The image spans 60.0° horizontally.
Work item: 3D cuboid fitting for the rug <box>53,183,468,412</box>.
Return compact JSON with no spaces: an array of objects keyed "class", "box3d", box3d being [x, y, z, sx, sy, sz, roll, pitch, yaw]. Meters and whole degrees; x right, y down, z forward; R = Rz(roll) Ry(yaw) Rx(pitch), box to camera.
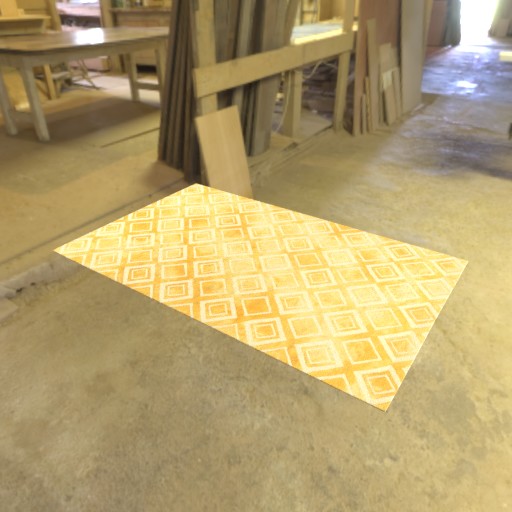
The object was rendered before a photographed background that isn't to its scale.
[{"class":"rug","box3d":[0.000,0.000,3.042,2.424,0.010,1.511,20,36,29]}]
